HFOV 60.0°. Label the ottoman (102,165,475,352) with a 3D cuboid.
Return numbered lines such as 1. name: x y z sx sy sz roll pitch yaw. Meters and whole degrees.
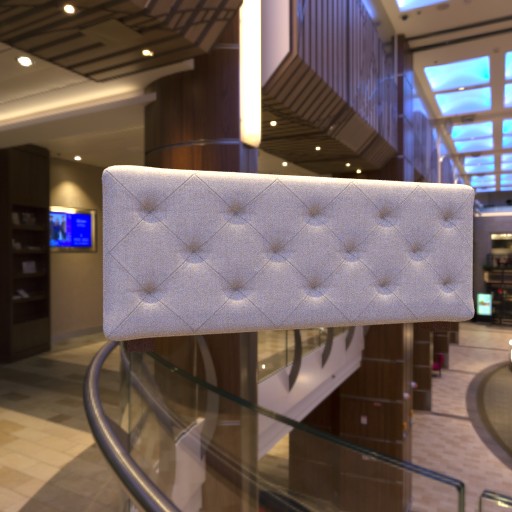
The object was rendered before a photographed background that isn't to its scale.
1. ottoman: 0.000 0.000 1.614 1.028 0.439 1.028 0 1 -17
